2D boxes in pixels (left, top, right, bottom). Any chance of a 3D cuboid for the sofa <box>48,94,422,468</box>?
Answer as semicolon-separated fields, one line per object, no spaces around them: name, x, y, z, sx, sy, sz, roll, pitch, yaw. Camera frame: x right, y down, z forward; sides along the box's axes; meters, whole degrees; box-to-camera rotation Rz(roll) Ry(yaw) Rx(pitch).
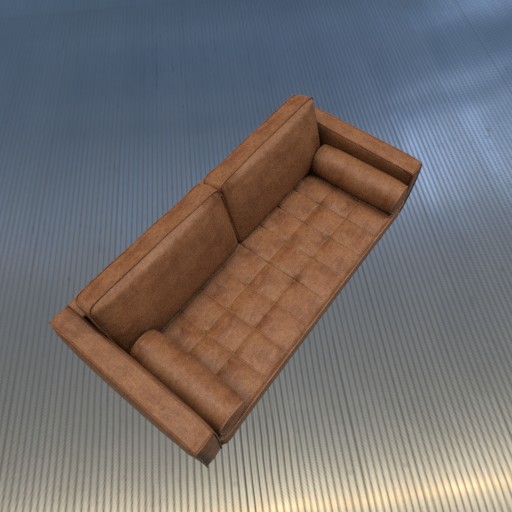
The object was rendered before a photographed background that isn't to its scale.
sofa;0.000;0.000;2.388;0.924;0.825;1.920;34;65;18
